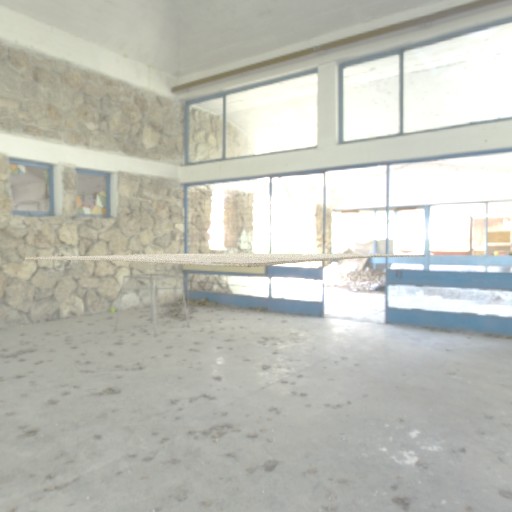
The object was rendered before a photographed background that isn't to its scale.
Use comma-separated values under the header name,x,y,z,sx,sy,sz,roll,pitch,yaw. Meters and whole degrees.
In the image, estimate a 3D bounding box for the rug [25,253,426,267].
name,x,y,z,sx,sy,sz,roll,pitch,yaw
rug,0.000,0.000,2.970,1.596,0.030,2.283,1,1,37
